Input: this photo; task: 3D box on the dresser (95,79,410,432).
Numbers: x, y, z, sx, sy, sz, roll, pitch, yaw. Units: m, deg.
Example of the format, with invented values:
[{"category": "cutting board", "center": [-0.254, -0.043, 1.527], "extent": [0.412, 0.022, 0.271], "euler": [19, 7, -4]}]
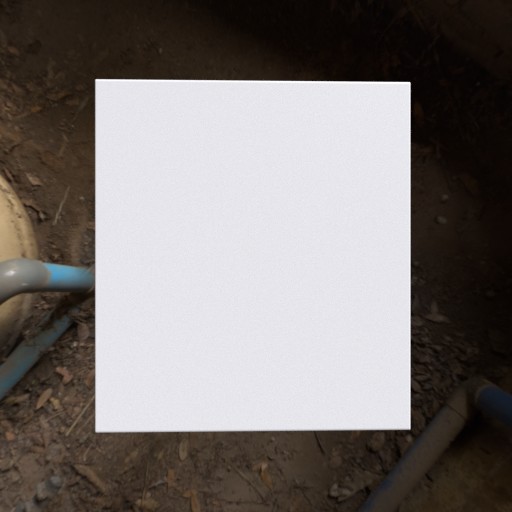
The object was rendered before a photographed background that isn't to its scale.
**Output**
[{"category": "dresser", "center": [0.000, 0.000, 0.723], "extent": [0.400, 0.360, 0.430], "euler": [0, 90, -1]}]
